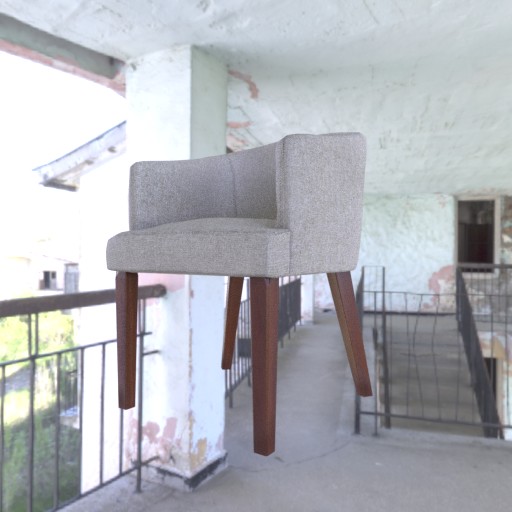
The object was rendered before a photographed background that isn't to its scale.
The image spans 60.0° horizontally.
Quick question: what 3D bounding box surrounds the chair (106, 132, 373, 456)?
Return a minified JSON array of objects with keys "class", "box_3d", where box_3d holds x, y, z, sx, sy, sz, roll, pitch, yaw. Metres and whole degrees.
[{"class":"chair","box_3d":[0.000,0.000,1.279,0.583,0.811,0.655,0,0,36]}]
